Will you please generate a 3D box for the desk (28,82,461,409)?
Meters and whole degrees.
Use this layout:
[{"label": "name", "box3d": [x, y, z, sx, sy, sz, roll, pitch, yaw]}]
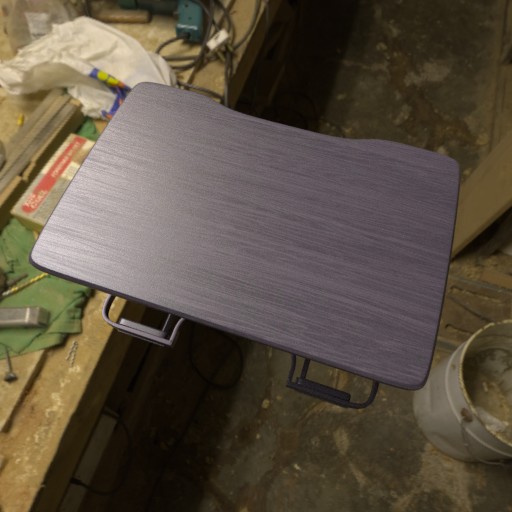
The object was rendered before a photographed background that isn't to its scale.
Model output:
[{"label": "desk", "box3d": [0.000, 0.000, 1.148, 0.820, 0.470, 0.546, 17, 65, 8]}]
